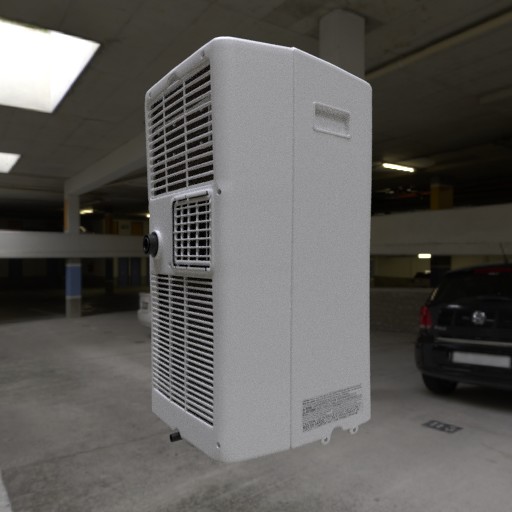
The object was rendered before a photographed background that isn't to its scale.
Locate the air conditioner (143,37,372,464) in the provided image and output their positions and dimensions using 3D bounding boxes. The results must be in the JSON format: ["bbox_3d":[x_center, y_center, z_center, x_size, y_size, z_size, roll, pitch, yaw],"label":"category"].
[{"bbox_3d":[0.000,0.000,0.785,0.349,0.606,0.304,0,0,-35],"label":"air conditioner"}]
